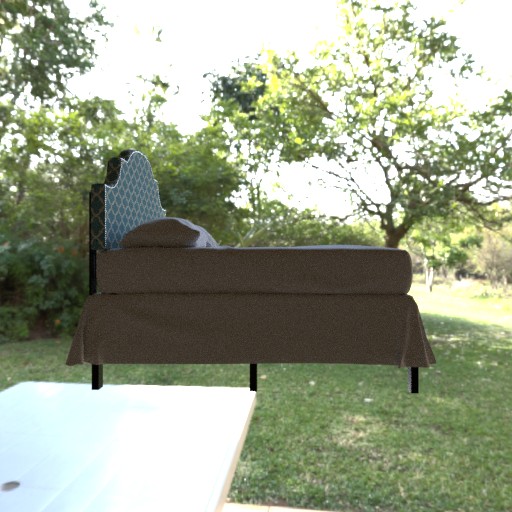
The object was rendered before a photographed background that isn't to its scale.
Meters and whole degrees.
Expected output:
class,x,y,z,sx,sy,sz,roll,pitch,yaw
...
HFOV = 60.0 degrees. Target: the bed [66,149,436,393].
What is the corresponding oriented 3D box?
class,x,y,z,sx,sy,sz,roll,pitch,yaw
bed,0.000,0.000,3.463,2.222,1.633,1.780,0,0,2
